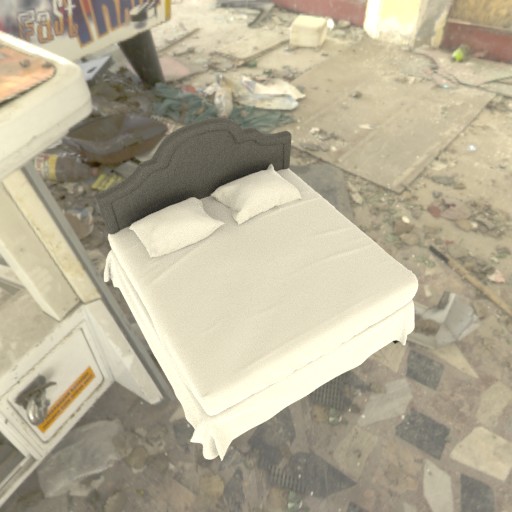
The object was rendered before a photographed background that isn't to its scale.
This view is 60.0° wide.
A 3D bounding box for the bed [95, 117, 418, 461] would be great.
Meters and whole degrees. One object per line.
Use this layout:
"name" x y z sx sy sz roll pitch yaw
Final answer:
"bed" 0.000 0.000 3.810 2.303 1.631 2.222 -24 51 -22
